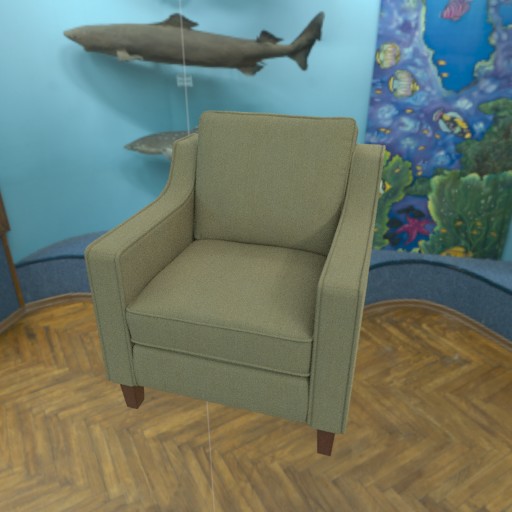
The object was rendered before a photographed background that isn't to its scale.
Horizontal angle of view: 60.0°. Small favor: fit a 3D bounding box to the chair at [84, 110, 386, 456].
[{"bbox_3d":[0.000,0.000,1.670,0.831,0.960,0.909,8,28,15],"label":"chair"}]
